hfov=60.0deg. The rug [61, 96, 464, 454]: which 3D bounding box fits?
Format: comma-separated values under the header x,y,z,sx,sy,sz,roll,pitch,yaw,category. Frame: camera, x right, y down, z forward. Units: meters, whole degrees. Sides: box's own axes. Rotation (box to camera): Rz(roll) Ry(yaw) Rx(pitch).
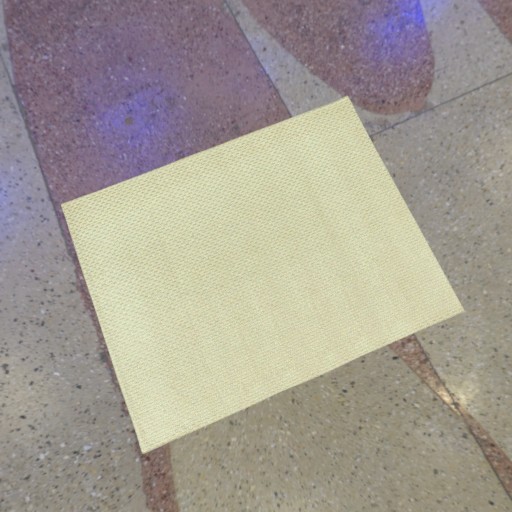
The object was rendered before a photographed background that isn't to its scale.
x,y,z,sx,sy,sz,roll,pitch,yaw,category
0.000,0.000,3.890,2.897,0.035,2.277,-22,76,-6,rug
